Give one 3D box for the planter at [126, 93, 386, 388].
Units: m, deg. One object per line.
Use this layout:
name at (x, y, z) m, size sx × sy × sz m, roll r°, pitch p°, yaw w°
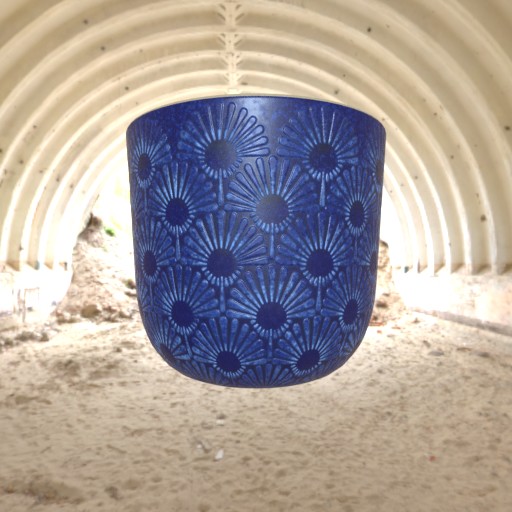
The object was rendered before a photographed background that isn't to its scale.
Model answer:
planter at (0.000, 0.000, 0.364) m, size 0.206 × 0.190 × 0.206 m, roll 0°, pitch -1°, yaw 0°
